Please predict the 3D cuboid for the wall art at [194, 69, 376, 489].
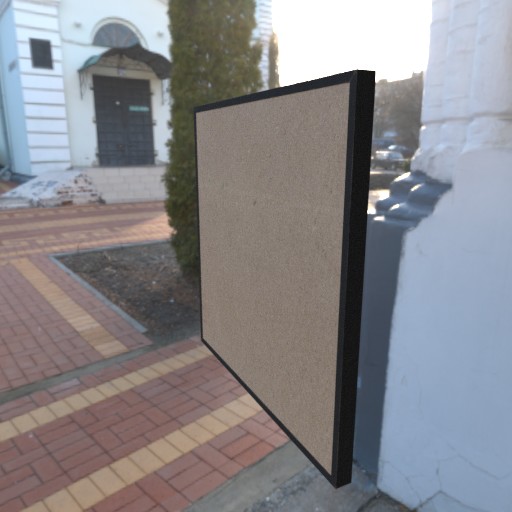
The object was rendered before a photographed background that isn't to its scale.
[{"bbox_3d":[0.000,0.000,1.108,0.038,0.762,0.762,-7,15,-26],"label":"wall art"}]
